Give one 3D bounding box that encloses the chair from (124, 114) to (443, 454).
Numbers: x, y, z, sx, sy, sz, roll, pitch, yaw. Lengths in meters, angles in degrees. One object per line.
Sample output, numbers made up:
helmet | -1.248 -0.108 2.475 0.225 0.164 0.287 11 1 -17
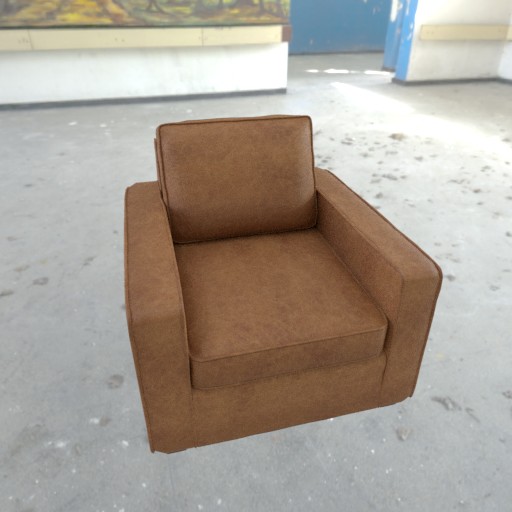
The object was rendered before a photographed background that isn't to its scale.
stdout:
chair | 0.000 0.000 1.707 0.987 0.901 1.027 -9 32 -15
